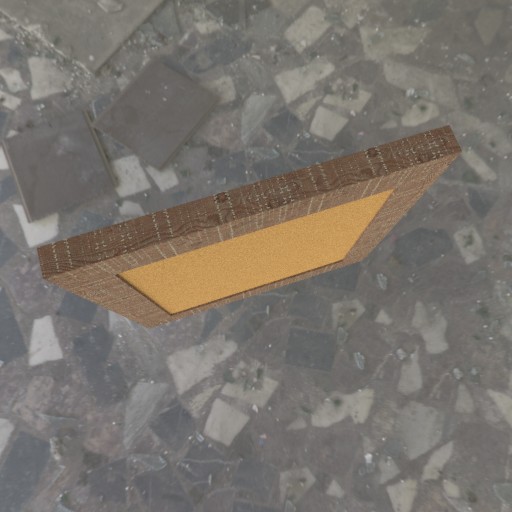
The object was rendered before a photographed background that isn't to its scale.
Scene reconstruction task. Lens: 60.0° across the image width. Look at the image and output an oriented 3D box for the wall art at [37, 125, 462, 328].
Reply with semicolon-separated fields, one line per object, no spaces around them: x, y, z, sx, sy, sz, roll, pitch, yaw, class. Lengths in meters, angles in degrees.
0.000;0.000;0.795;0.531;0.531;0.040;-17;75;-5;wall art
